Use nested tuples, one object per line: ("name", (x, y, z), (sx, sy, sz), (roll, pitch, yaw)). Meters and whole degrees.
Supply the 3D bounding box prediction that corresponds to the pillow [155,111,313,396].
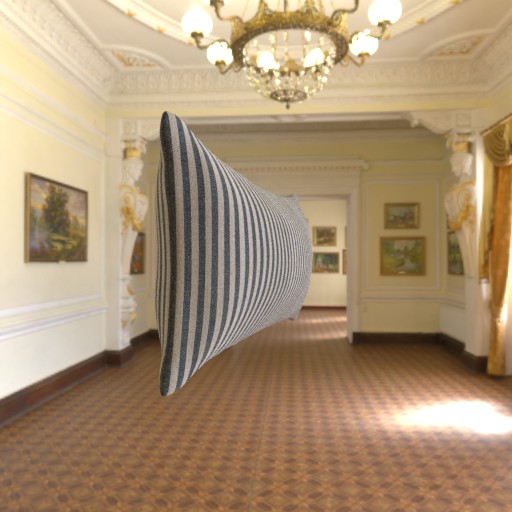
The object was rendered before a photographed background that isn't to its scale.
("pillow", (0.000, 0.000, 0.743), (0.151, 0.295, 0.617), (0, -1, 18))
